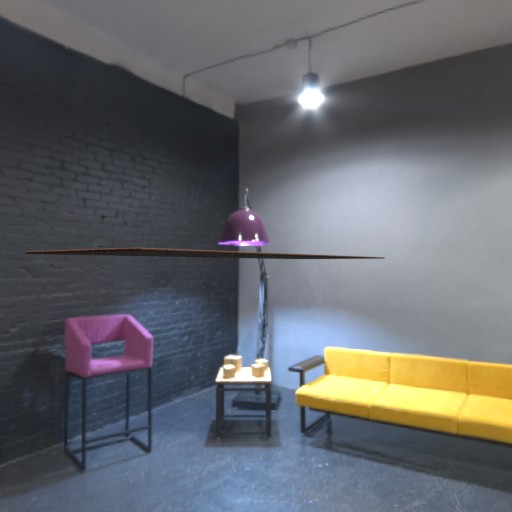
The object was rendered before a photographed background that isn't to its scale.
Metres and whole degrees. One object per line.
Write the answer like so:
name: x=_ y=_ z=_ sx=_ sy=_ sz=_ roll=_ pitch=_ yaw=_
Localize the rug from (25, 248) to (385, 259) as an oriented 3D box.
rug: x=0.000 y=0.000 z=2.727 sx=0.769 sy=0.012 sz=2.448 roll=-1 pitch=-1 yaw=35
